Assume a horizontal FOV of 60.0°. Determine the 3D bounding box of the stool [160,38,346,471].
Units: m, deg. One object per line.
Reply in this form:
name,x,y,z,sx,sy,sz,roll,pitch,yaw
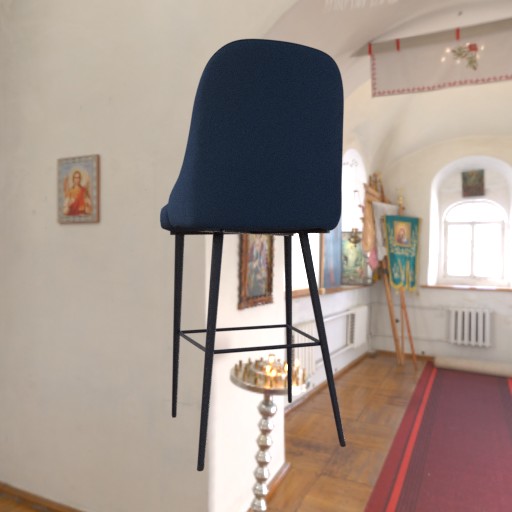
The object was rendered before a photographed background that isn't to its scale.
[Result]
stool,0.000,0.000,1.348,0.527,1.079,0.489,0,1,-20
